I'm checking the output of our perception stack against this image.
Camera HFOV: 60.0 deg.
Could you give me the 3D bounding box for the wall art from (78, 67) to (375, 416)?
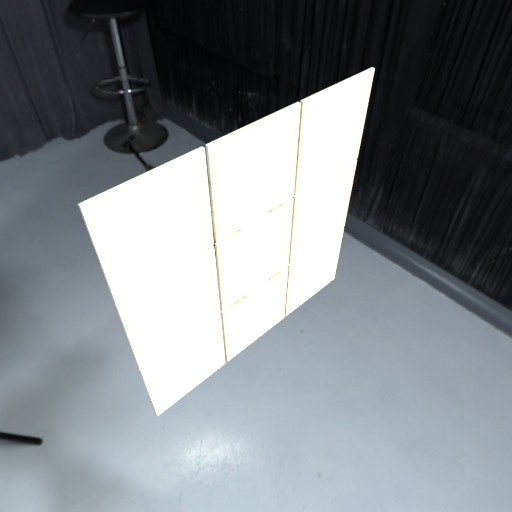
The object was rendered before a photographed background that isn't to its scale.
[{"bbox_3d":[0.000,0.000,1.845,1.214,1.219,0.013,-33,55,-28],"label":"wall art"}]
